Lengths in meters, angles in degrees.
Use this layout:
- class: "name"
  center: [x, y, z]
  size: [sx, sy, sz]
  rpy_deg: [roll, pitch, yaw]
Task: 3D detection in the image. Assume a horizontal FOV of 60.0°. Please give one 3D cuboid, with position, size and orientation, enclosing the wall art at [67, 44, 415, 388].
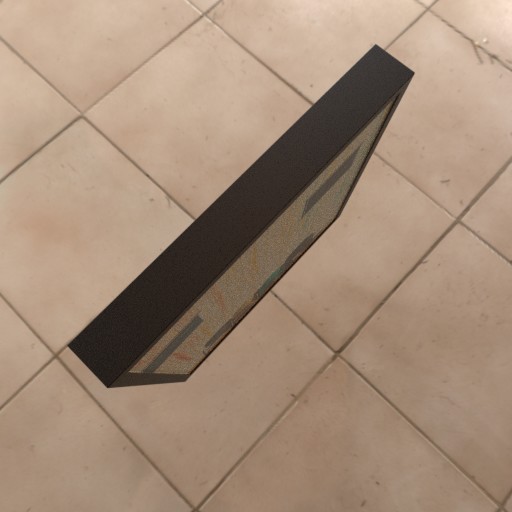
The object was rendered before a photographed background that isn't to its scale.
- class: "wall art"
  center: [0.000, 0.000, 0.446]
  size: [0.038, 0.304, 0.304]
  rpy_deg: [42, 79, 10]
